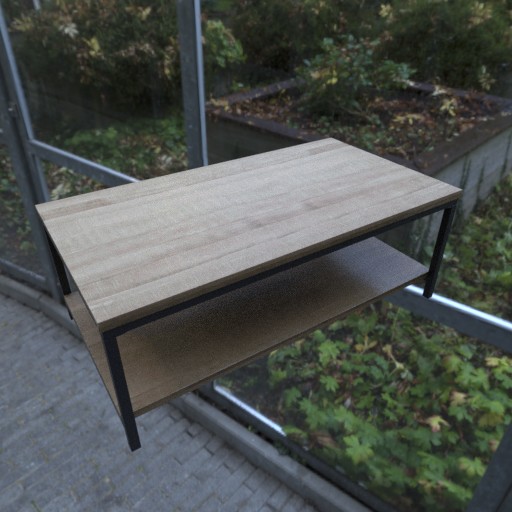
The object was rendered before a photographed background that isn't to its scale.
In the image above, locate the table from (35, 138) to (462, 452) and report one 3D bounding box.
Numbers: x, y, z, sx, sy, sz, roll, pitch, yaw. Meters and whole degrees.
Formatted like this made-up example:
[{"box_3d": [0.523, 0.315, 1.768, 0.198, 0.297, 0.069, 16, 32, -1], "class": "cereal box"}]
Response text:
[{"box_3d": [0.000, 0.000, 1.353, 1.062, 0.393, 0.574, -20, 38, -27], "class": "table"}]
